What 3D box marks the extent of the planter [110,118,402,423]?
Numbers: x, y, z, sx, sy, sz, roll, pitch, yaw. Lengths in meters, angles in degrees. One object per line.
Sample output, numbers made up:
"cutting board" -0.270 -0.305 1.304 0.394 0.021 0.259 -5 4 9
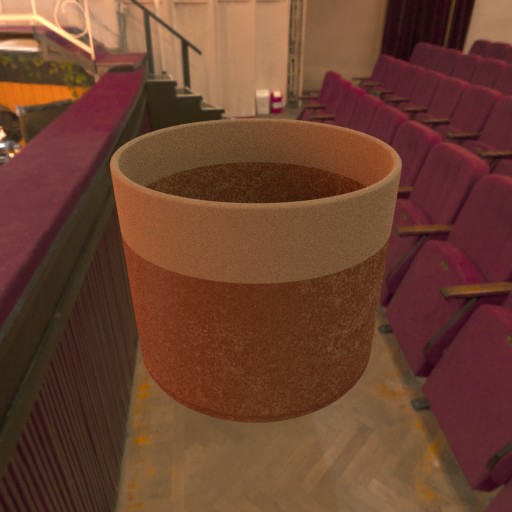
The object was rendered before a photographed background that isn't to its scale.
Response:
"planter" 0.000 0.000 0.283 0.159 0.138 0.159 0 30 0
